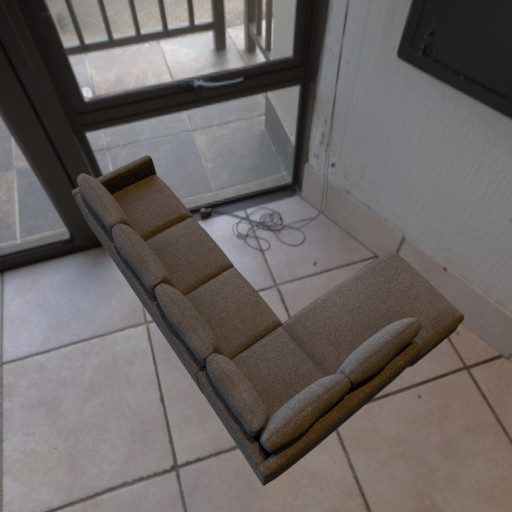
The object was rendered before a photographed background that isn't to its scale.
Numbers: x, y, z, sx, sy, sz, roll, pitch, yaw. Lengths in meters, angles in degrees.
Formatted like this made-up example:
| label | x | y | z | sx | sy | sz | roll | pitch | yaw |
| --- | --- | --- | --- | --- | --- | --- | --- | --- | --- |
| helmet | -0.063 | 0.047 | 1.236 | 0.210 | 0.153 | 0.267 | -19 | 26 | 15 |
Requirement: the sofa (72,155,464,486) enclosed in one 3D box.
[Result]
| label | x | y | z | sx | sy | sz | roll | pitch | yaw |
| --- | --- | --- | --- | --- | --- | --- | --- | --- | --- |
| sofa | 0.000 | 0.000 | 3.832 | 2.007 | 0.815 | 2.949 | -32 | 62 | -19 |
